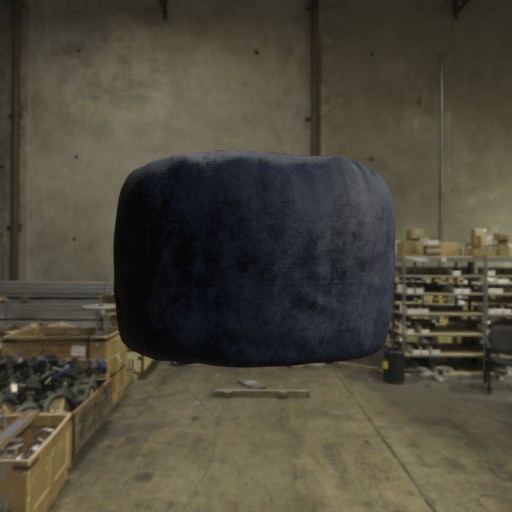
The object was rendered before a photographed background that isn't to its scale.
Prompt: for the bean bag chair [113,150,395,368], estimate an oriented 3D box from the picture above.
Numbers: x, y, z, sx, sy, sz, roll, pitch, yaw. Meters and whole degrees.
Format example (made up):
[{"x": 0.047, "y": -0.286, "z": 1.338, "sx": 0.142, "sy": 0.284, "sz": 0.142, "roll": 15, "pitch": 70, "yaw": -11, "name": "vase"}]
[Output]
[{"x": 0.000, "y": 0.000, "z": 1.995, "sx": 1.219, "sy": 0.762, "sz": 1.219, "roll": 0, "pitch": 0, "yaw": 0, "name": "bean bag chair"}]
